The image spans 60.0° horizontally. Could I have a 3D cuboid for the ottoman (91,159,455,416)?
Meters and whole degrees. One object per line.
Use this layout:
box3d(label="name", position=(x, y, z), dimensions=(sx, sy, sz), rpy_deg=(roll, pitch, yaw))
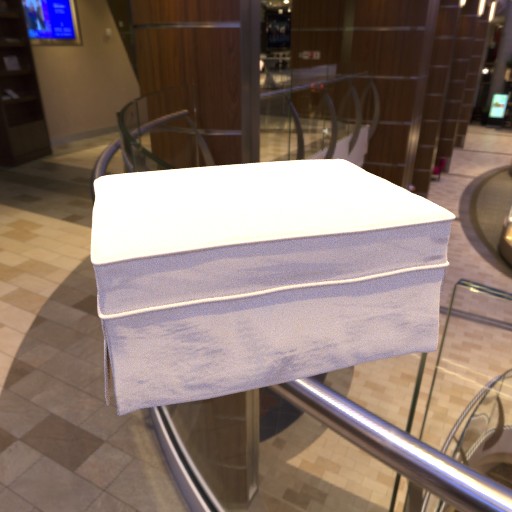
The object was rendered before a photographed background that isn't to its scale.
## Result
box3d(label="ottoman", position=(0.000, 0.000, 1.370), dimensions=(0.944, 0.479, 0.703), rpy_deg=(-8, 27, -15))
